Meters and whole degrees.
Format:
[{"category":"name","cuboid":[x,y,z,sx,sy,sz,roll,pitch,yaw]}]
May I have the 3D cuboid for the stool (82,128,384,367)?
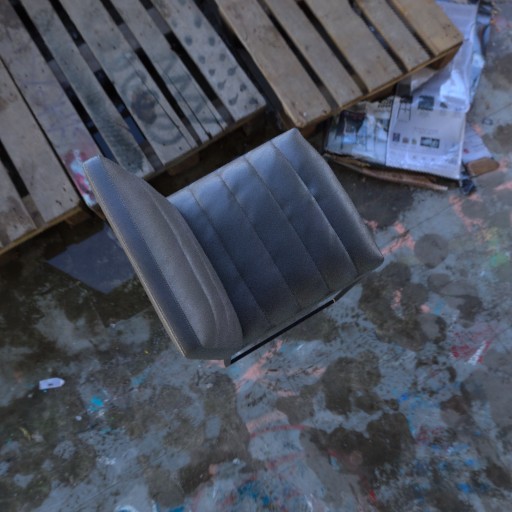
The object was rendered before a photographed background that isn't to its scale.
[{"category":"stool","cuboid":[0.000,0.000,1.355,0.562,1.065,0.463,-30,77,-8]}]
